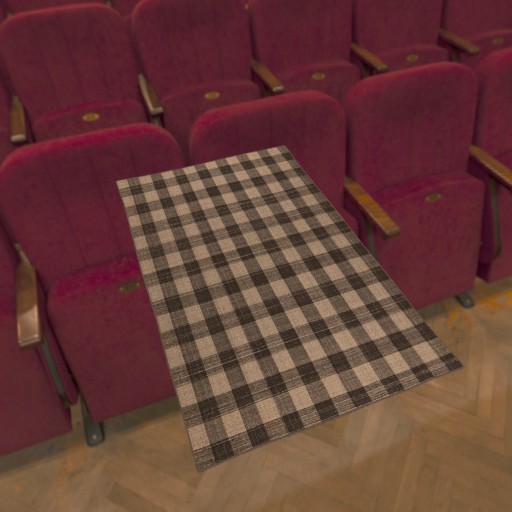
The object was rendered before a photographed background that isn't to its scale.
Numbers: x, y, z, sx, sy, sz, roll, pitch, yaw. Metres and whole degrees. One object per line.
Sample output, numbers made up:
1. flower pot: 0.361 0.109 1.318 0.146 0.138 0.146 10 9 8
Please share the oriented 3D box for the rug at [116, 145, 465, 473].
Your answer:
1. rug: 0.000 0.000 3.089 1.554 0.011 2.476 -16 48 -15
